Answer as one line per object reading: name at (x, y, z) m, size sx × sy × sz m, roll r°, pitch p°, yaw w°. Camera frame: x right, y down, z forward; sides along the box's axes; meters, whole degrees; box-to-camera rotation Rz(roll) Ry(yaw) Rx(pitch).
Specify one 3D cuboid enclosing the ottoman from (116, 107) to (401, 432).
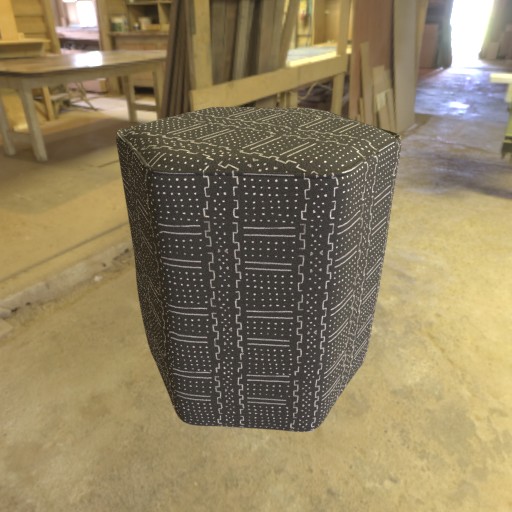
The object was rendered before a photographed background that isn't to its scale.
ottoman at (0.000, 0.000, 0.873) m, size 0.443 × 0.502 × 0.494 m, roll 18°, pitch 34°, yaw 30°
